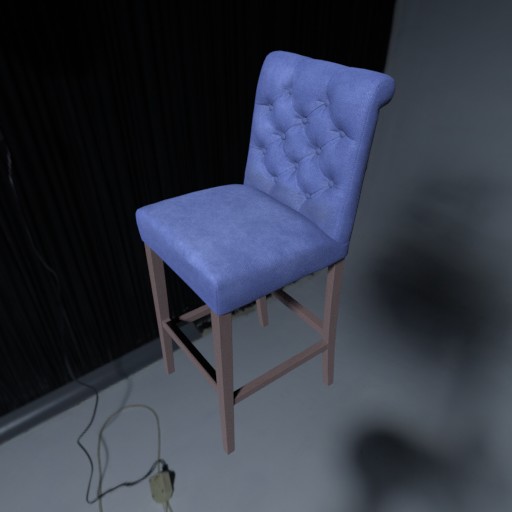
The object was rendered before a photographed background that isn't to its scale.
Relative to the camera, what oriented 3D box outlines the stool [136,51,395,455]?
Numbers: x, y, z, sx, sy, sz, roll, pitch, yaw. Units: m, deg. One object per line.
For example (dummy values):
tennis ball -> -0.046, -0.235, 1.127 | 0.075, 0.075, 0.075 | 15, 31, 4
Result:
stool -> 0.000, 0.000, 1.457 | 0.601, 1.140, 0.493 | -23, 40, -30
